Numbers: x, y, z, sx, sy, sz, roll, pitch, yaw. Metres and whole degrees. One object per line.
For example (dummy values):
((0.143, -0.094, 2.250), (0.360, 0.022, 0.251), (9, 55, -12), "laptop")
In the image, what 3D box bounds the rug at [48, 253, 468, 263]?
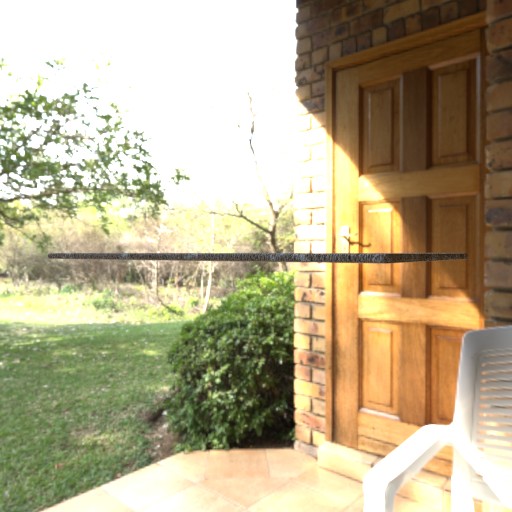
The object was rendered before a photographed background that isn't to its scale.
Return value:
((0.000, 0.000, 2.261), (1.778, 0.030, 1.219), (0, 0, 35), "rug")
